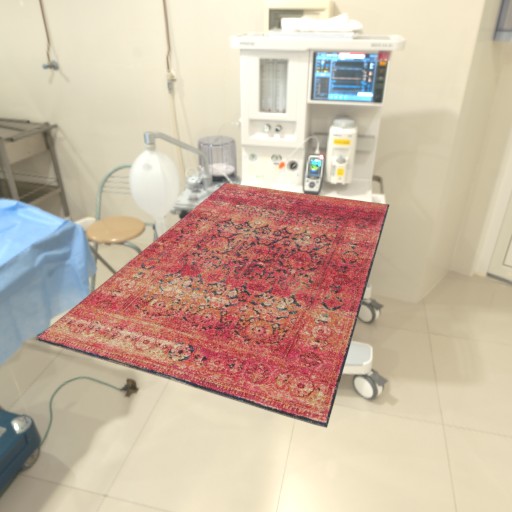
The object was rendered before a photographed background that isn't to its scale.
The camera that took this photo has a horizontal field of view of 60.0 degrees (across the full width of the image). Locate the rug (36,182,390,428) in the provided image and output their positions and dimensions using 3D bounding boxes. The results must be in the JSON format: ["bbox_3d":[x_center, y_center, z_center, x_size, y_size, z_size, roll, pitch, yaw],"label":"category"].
[{"bbox_3d":[0.000,0.000,3.050,1.539,0.018,2.449,11,32,18],"label":"rug"}]
